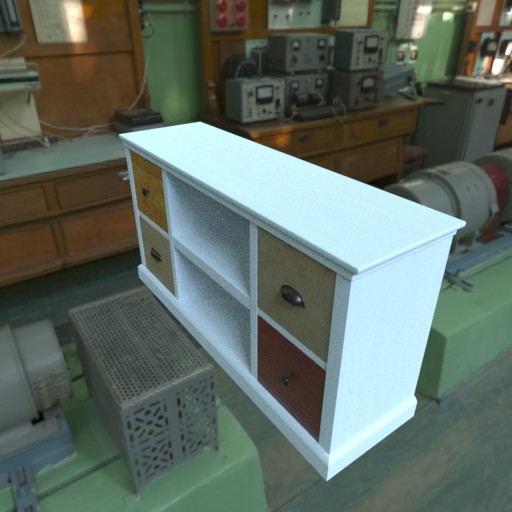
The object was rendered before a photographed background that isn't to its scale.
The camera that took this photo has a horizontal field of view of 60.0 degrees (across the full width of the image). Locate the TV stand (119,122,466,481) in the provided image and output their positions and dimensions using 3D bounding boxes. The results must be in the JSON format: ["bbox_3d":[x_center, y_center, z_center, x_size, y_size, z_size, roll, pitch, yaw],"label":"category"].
[{"bbox_3d":[0.000,0.000,1.479,0.424,0.624,1.187,-20,35,-31],"label":"TV stand"}]
